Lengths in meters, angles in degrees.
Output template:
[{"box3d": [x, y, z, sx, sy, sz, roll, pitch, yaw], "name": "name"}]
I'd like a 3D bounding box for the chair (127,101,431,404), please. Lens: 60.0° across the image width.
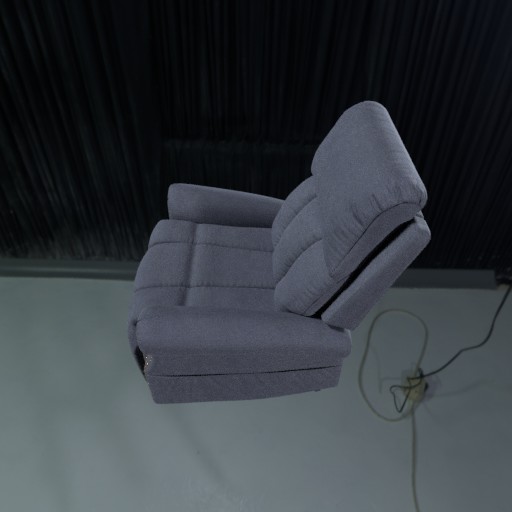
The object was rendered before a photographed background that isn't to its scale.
[{"box3d": [0.000, 0.000, 1.732, 0.979, 1.031, 0.871, 0, 43, 0], "name": "chair"}]
